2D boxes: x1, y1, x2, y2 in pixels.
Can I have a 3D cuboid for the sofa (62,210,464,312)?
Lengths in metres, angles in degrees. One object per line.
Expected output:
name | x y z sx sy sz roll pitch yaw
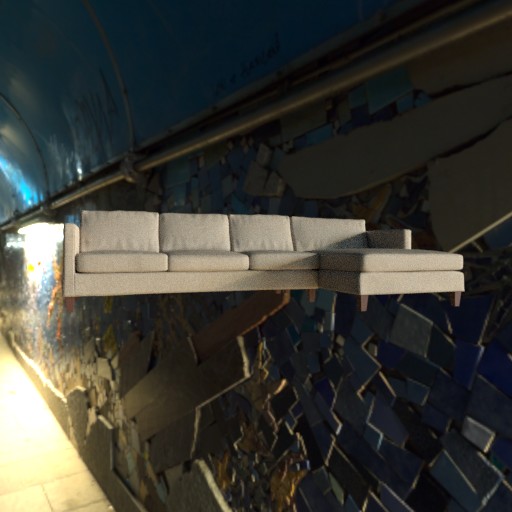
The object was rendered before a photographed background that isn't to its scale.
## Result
sofa | 0.000 0.000 3.972 3.186 0.846 1.625 0 1 -19
